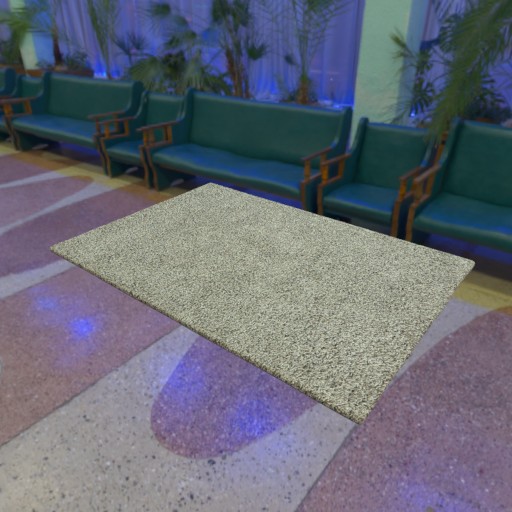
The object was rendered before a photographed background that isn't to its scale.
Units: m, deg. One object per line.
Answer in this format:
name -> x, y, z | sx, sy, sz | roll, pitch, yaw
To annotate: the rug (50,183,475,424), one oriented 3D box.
rug -> 0.000, 0.000, 2.235 | 1.778, 0.030, 1.219 | 21, 36, 33
